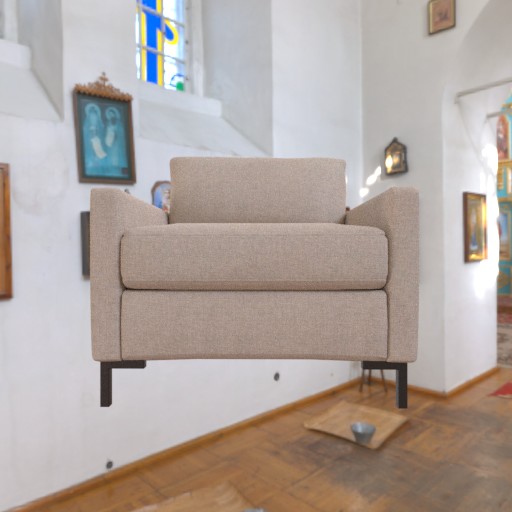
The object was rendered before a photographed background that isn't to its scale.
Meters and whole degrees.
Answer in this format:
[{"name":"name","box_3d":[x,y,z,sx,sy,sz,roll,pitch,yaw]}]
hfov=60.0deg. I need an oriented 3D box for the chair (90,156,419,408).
[{"name":"chair","box_3d":[0.000,0.000,1.656,0.963,0.861,0.866,0,0,1]}]
